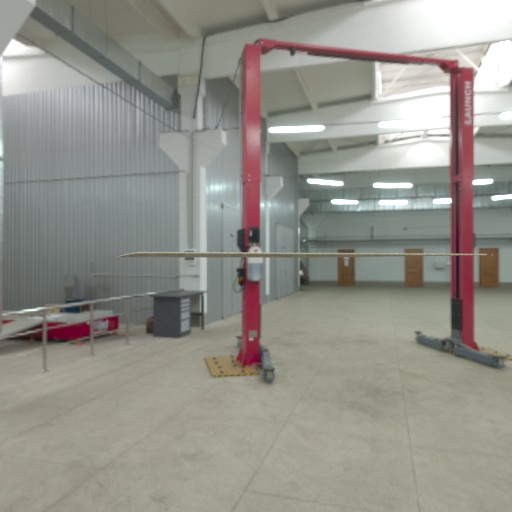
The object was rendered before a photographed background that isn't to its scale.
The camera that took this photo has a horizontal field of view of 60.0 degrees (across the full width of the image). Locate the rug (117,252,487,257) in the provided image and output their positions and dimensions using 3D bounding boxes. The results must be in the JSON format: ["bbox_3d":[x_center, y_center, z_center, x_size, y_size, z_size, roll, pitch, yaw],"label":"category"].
[{"bbox_3d":[0.000,0.000,4.091,2.380,0.008,2.977,0,-1,-19],"label":"rug"}]
